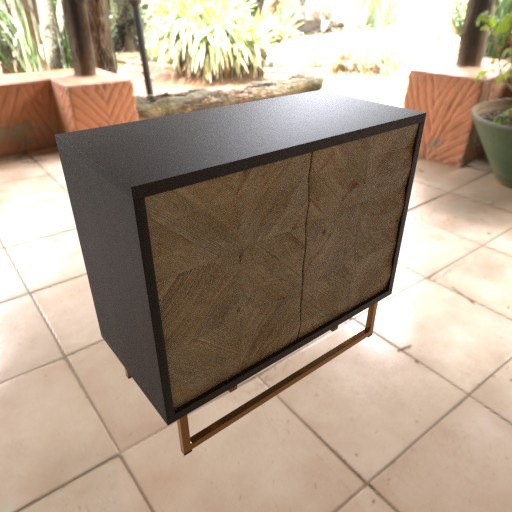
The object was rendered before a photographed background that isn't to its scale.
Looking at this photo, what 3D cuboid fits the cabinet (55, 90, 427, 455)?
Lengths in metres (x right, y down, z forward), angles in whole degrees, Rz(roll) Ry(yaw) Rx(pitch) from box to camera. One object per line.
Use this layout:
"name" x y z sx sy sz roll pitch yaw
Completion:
"cabinet" 0.000 0.000 1.448 0.950 0.860 0.451 -22 37 -32
